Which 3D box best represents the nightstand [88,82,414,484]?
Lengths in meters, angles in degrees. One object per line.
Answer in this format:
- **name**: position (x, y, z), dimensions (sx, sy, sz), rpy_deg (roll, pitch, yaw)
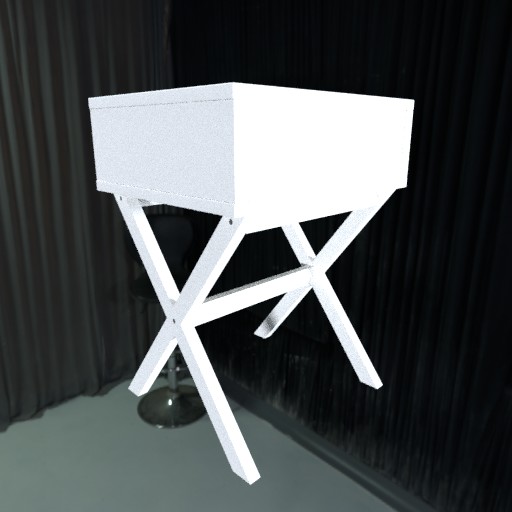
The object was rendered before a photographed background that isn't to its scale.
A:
- **nightstand**: position (0.000, 0.000, 0.932), dimensions (0.479, 0.623, 0.402), rpy_deg (-15, 22, -43)
